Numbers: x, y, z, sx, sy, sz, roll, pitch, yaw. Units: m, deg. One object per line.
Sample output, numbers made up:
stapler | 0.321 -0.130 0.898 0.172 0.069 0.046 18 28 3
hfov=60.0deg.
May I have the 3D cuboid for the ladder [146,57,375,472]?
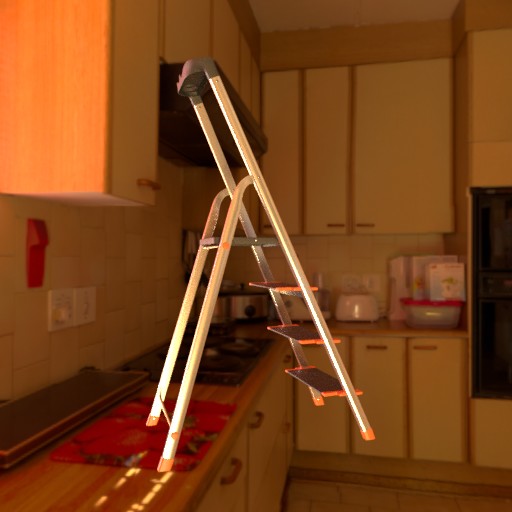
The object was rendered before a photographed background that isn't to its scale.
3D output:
ladder | 0.000 0.000 1.809 0.834 1.429 0.452 0 0 -19
